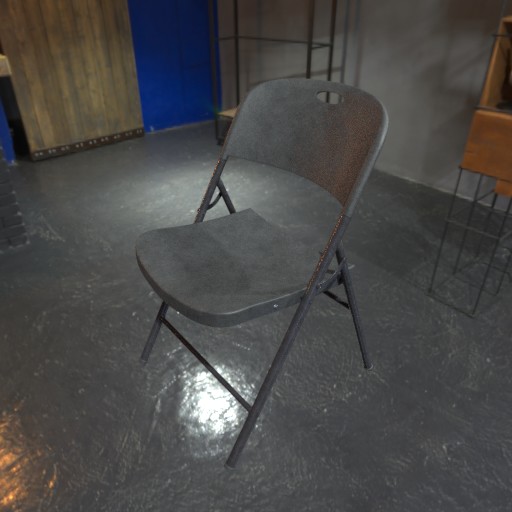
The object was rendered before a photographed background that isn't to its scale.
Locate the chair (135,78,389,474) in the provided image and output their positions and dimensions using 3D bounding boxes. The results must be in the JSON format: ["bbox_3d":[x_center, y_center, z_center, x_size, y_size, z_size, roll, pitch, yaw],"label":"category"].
[{"bbox_3d":[0.000,0.000,1.180,0.566,0.810,0.494,-23,39,-32],"label":"chair"}]
